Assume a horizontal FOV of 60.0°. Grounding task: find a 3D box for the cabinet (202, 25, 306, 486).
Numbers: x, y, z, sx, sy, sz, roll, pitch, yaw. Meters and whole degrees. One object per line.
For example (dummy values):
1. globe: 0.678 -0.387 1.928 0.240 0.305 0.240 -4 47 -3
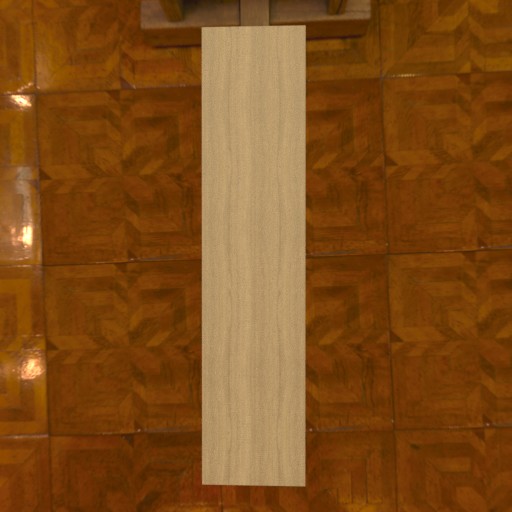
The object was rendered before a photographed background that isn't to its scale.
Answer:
1. cabinet: 0.000 0.000 2.508 0.499 0.779 2.198 0 90 2
